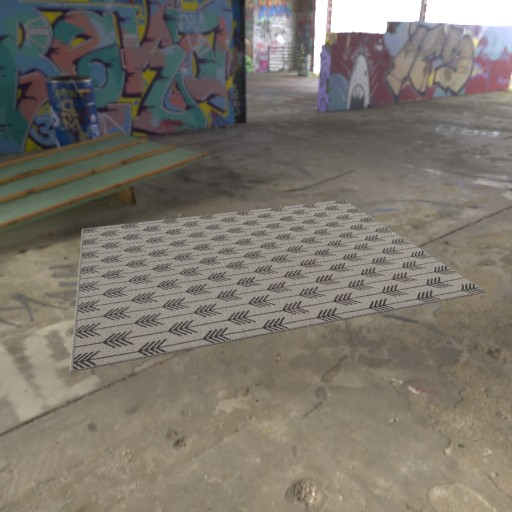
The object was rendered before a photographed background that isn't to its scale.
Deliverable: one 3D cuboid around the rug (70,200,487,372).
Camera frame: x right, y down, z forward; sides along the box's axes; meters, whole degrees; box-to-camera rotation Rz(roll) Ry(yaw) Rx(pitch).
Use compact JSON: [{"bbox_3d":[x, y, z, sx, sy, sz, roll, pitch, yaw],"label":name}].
[{"bbox_3d":[0.000,0.000,4.043,3.061,0.010,2.330,-8,27,-16],"label":"rug"}]
